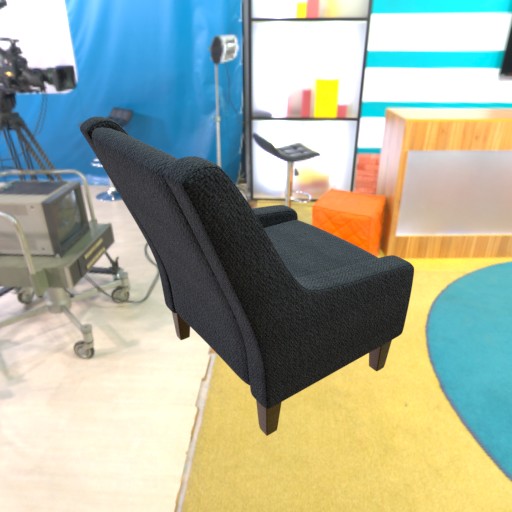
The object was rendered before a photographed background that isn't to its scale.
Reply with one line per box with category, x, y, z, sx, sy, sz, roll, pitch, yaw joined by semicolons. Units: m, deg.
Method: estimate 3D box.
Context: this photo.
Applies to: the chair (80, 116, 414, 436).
chair;0.000;0.000;1.693;0.944;1.012;0.793;-18;32;-31
